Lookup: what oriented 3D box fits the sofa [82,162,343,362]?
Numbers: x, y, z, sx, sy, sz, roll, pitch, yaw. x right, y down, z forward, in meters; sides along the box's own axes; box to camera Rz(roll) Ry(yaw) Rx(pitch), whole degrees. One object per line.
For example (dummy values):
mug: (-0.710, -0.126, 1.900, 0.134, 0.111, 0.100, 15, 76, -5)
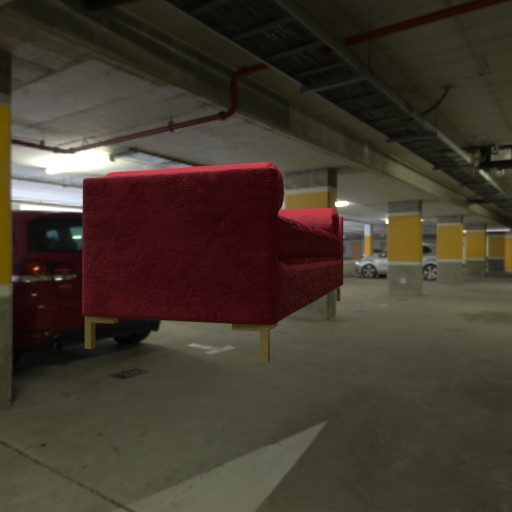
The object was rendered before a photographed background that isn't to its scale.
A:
sofa: (0.000, 0.000, 2.577, 0.796, 0.705, 2.102, 0, 0, 17)
